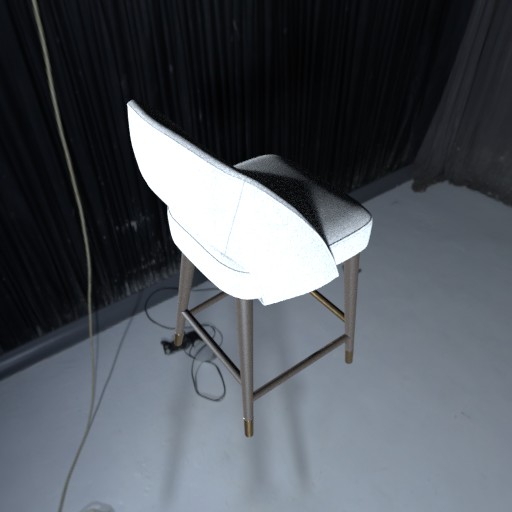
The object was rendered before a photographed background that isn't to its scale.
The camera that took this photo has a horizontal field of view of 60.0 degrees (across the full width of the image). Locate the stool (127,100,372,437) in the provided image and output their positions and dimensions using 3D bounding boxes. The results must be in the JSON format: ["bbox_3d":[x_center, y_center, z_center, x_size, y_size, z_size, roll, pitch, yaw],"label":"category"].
[{"bbox_3d":[0.000,0.000,1.245,0.509,0.940,0.494,-27,48,-27],"label":"stool"}]
